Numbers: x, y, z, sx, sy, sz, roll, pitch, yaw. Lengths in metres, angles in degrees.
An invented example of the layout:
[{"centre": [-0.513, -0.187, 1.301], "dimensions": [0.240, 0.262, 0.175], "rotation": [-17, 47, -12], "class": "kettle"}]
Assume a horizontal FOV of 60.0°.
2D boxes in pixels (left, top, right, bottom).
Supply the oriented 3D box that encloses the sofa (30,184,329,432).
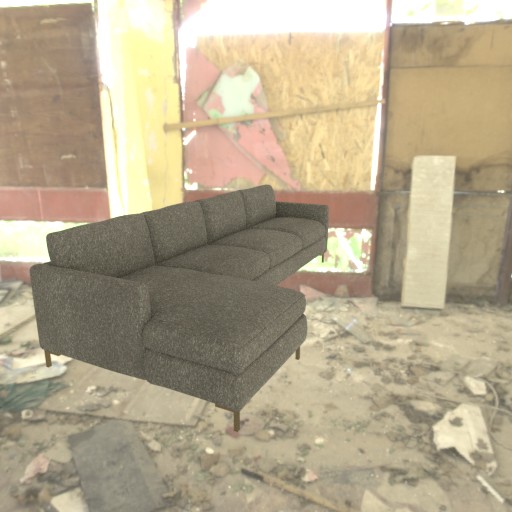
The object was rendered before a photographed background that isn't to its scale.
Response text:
[{"centre": [0.000, 0.000, 3.412], "dimensions": [1.350, 0.810, 2.932], "rotation": [8, 17, 26], "class": "sofa"}]
